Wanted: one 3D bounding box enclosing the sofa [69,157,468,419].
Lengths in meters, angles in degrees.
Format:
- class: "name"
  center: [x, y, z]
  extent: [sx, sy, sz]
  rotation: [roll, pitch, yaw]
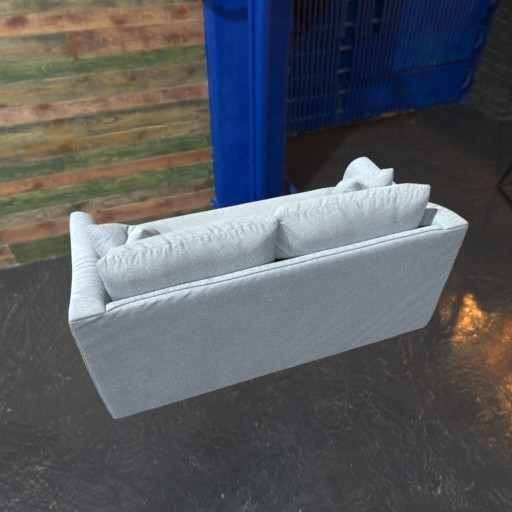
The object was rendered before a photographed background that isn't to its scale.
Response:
- class: "sofa"
  center: [0.000, 0.000, 2.649]
  extent: [2.010, 1.018, 1.072]
  rotation: [-13, 43, -14]
